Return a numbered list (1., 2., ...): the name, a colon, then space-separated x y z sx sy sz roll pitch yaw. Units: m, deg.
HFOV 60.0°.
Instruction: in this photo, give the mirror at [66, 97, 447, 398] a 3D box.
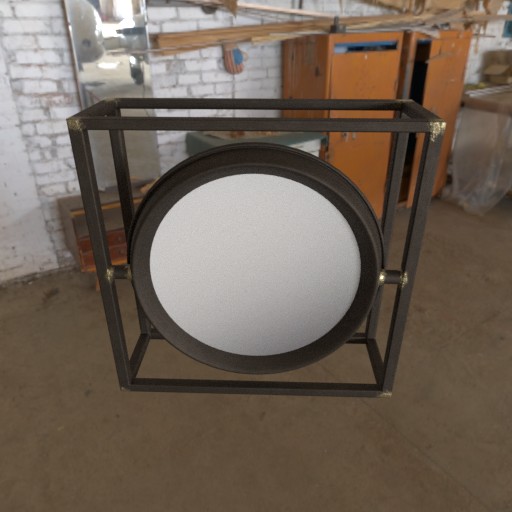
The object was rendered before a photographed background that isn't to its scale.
1. mirror: 0.000 0.000 0.472 0.306 0.303 0.107 1 29 2
